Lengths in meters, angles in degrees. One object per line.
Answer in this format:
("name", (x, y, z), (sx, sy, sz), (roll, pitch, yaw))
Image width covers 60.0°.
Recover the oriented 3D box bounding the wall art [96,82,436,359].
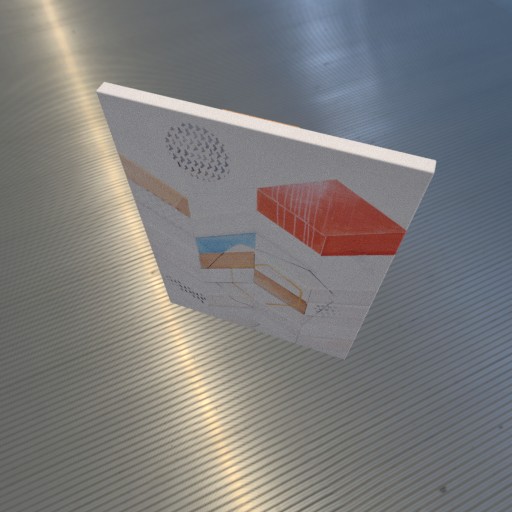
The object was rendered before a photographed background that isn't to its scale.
("wall art", (0.000, 0.000, 1.122), (0.613, 0.848, 0.036), (17, 58, 10))
